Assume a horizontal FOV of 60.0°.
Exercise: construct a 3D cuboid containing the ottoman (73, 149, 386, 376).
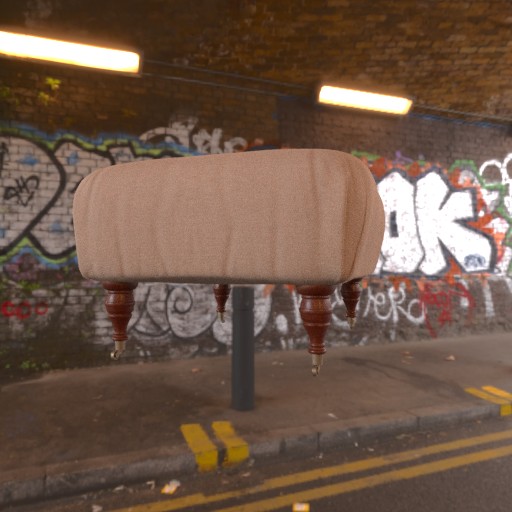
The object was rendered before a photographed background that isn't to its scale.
[{"bbox_3d":[0.000,0.000,1.175,0.639,0.450,0.746,0,-1,18],"label":"ottoman"}]
